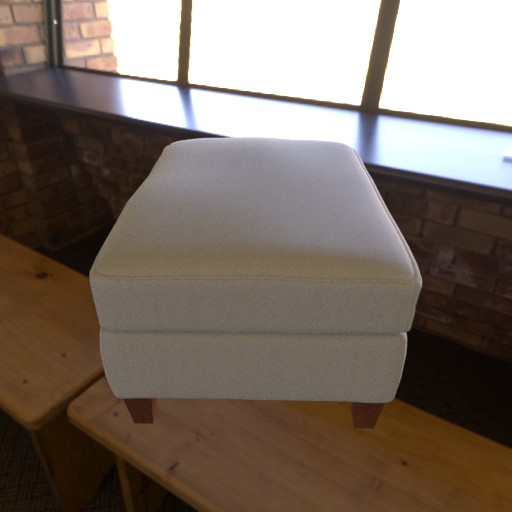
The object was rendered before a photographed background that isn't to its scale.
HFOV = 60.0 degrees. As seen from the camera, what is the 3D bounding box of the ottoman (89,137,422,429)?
[{"bbox_3d":[0.000,0.000,1.228,0.634,0.496,0.818,1,31,1],"label":"ottoman"}]
